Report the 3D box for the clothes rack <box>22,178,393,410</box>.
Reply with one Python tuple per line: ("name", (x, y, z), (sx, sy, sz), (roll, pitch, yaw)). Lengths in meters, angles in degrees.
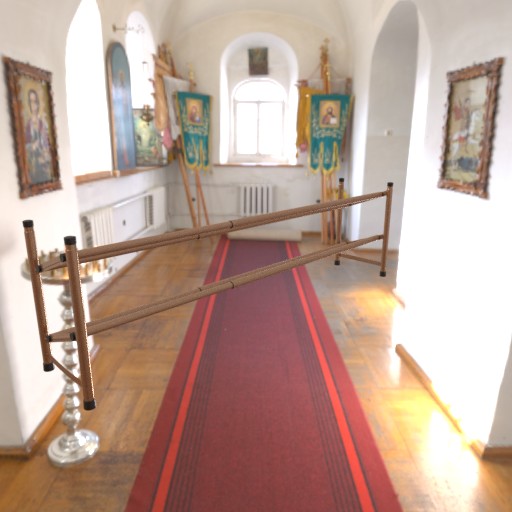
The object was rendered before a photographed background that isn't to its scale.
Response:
("clothes rack", (0.000, 0.000, 1.292), (0.229, 0.349, 1.168), (15, 22, 42))
